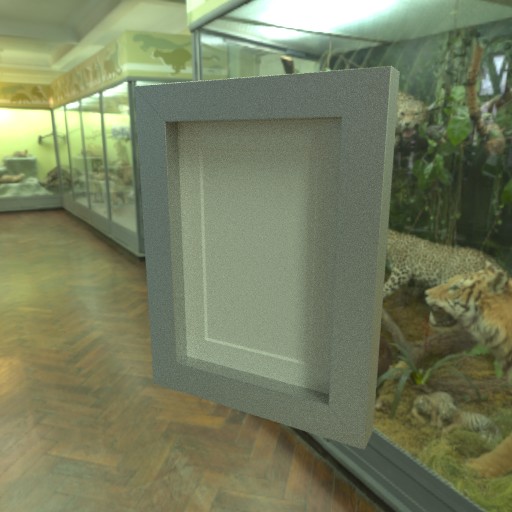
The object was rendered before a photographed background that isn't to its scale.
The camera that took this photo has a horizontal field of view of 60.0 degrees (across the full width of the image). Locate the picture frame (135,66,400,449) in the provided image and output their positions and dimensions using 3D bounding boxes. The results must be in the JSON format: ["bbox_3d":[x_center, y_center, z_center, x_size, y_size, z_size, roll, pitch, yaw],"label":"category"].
[{"bbox_3d":[0.000,0.000,0.279,0.157,0.208,0.028,7,16,27],"label":"picture frame"}]
